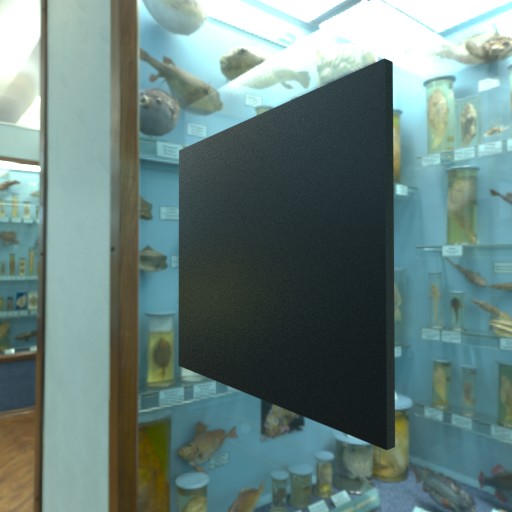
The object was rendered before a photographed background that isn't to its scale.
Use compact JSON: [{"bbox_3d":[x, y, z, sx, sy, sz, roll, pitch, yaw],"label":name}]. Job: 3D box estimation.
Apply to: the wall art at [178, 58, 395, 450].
[{"bbox_3d":[0.000,0.000,0.531,0.012,0.332,0.383,1,-1,-37],"label":"wall art"}]
